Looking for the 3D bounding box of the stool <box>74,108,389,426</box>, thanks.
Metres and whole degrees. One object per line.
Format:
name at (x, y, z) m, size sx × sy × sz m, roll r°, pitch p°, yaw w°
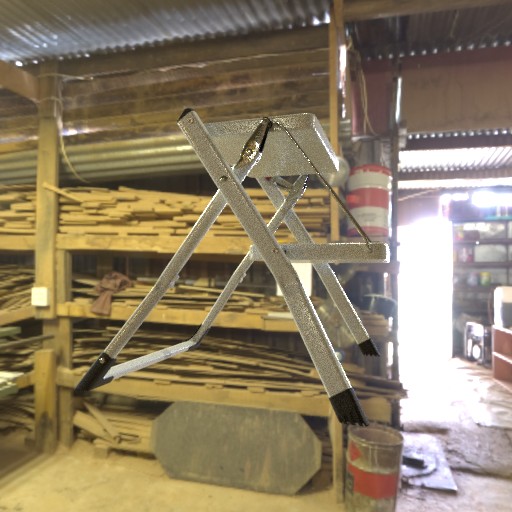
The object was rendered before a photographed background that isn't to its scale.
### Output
stool at (0.000, 0.000, 0.855) m, size 0.490 × 0.445 × 0.485 m, roll -1°, pitch -2°, yaw 17°
